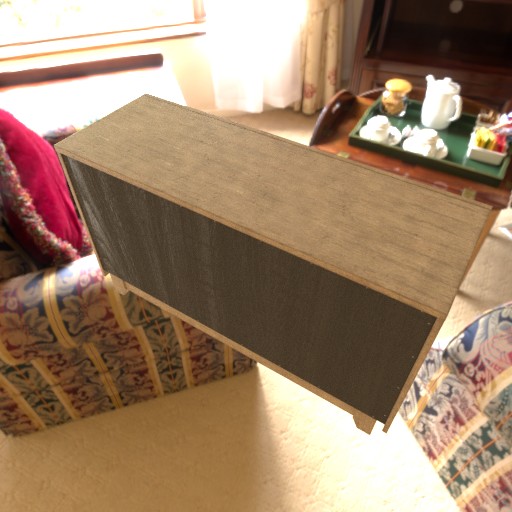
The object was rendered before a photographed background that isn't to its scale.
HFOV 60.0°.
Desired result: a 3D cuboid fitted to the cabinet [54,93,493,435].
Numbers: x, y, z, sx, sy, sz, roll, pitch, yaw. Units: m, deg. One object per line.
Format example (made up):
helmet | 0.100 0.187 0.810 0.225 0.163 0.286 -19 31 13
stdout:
cabinet | 0.000 0.000 1.824 1.460 0.825 0.511 24 51 22
